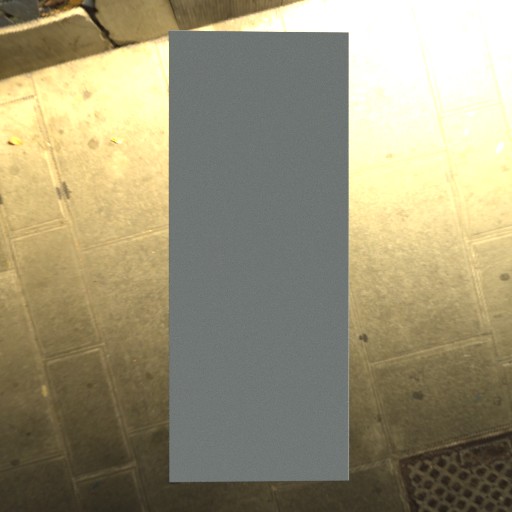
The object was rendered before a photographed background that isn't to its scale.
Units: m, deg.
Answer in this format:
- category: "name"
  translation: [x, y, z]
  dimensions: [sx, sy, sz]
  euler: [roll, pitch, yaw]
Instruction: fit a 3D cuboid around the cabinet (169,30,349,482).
- category: "cabinet"
  translation: [0.000, 0.000, 1.383]
  dimensions: [0.400, 0.800, 1.000]
  euler: [0, 90, -1]
